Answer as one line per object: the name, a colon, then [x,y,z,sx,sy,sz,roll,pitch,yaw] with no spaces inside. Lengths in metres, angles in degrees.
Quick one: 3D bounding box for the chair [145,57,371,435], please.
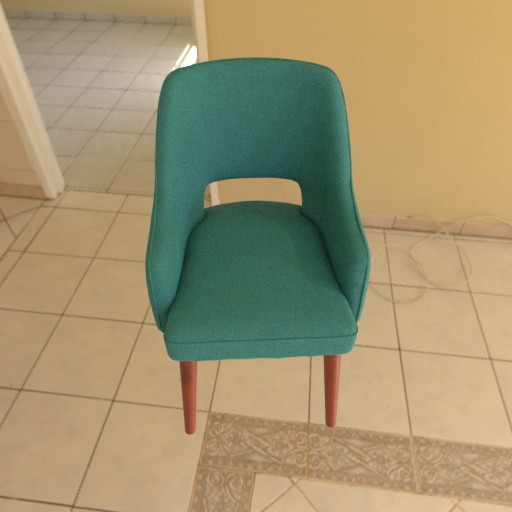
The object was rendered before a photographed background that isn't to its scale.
chair: [0.000,0.000,1.219,0.548,0.849,0.605,-2,44,-2]
